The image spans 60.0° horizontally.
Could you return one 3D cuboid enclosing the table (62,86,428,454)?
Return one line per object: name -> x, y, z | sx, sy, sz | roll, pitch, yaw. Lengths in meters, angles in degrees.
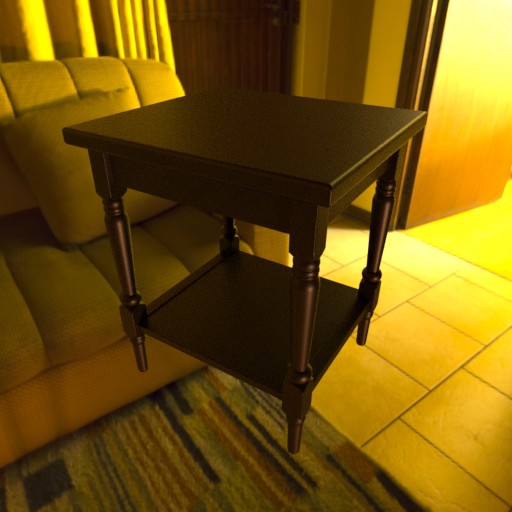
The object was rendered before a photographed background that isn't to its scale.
table -> 0.000, 0.000, 0.928 | 0.488, 0.565, 0.442 | 18, 35, 27
